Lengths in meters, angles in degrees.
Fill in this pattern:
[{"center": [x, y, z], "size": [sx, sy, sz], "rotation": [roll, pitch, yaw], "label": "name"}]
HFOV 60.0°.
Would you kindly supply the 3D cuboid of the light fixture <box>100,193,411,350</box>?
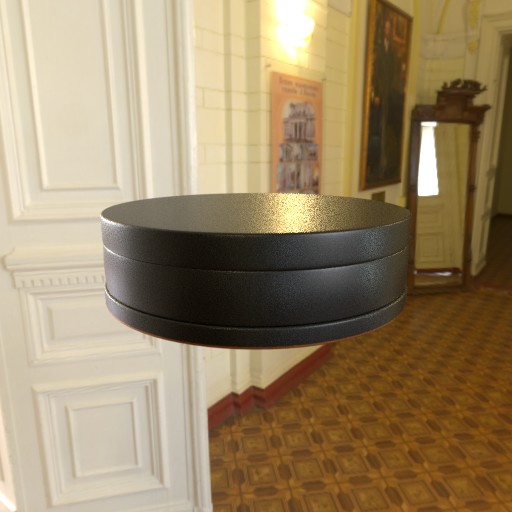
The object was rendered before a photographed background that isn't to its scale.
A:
[{"center": [0.000, 0.000, 0.433], "size": [0.283, 0.097, 0.283], "rotation": [0, 13, 0], "label": "light fixture"}]
